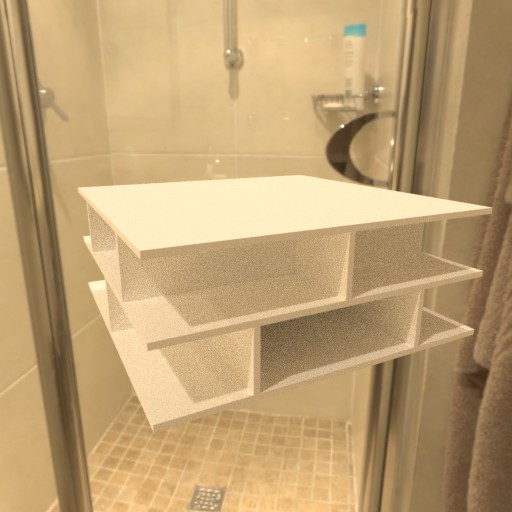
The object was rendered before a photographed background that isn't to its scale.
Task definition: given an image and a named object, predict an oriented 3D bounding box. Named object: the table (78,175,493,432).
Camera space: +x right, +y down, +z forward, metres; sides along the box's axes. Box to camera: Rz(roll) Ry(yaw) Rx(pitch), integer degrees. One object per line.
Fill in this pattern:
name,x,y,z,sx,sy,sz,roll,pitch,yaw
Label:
table,0.000,0.000,1.068,0.700,0.289,0.700,-8,18,-26
